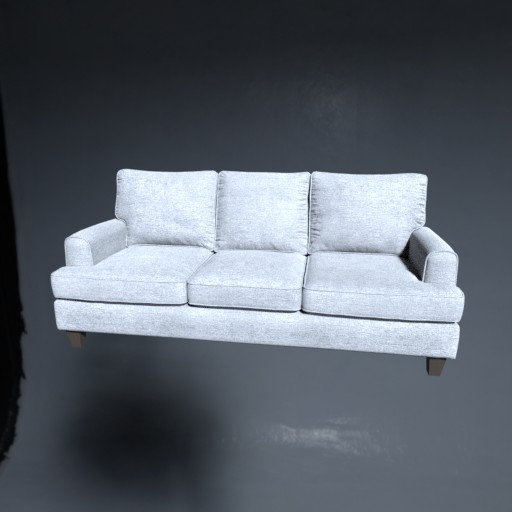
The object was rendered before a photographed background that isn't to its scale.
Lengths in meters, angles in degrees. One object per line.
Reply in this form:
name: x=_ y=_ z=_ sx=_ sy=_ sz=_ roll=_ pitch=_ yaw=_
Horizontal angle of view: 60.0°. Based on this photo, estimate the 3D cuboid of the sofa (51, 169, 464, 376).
sofa: x=0.000 y=0.000 z=2.670 sx=2.158 sy=0.965 sz=0.951 roll=2 pitch=15 yaw=9
